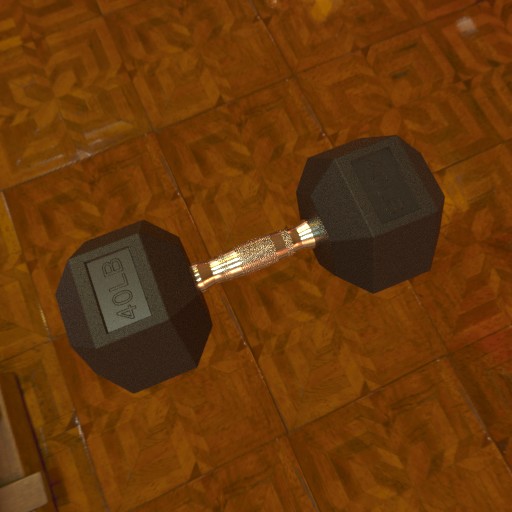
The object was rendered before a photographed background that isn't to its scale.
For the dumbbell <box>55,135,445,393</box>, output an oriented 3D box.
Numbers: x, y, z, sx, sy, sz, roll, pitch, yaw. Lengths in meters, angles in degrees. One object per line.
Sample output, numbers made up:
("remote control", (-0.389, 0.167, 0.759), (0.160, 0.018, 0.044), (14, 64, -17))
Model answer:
("dumbbell", (0.000, 0.000, 0.440), (0.361, 0.137, 0.157), (-22, 76, -6))
